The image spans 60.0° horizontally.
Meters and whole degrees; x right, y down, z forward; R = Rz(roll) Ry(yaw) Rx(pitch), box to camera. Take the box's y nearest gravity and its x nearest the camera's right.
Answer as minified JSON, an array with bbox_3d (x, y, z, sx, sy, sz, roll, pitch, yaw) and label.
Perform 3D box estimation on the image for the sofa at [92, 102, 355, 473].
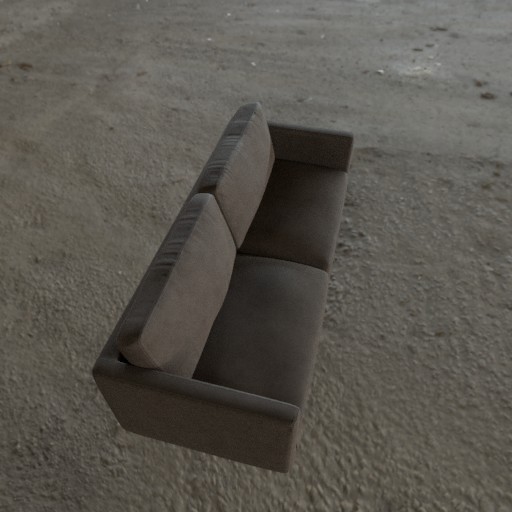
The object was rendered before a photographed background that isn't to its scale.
[{"bbox_3d":[0.000,0.000,2.745,0.951,0.965,2.208,11,49,10],"label":"sofa"}]
